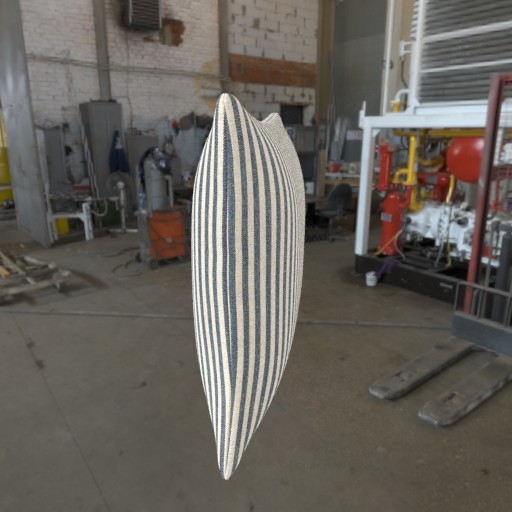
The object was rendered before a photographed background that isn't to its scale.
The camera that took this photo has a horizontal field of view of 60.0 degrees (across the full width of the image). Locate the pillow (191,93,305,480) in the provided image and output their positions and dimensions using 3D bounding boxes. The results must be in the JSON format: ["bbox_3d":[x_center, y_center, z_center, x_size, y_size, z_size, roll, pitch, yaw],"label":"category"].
[{"bbox_3d":[0.000,0.000,0.795,0.166,0.510,0.523,2,16,8],"label":"pillow"}]
